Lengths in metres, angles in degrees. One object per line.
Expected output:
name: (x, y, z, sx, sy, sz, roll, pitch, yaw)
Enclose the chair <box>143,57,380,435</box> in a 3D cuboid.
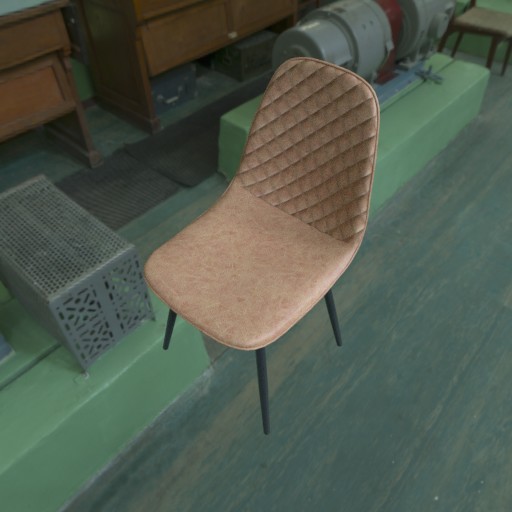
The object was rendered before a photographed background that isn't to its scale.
chair: (0.000, 0.000, 1.229, 0.472, 0.889, 0.561, 32, 54, 26)
